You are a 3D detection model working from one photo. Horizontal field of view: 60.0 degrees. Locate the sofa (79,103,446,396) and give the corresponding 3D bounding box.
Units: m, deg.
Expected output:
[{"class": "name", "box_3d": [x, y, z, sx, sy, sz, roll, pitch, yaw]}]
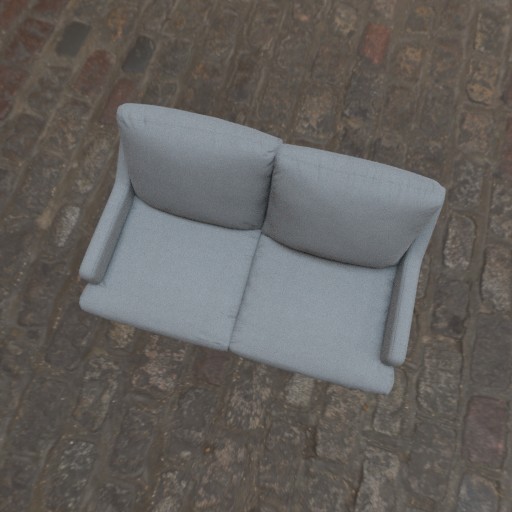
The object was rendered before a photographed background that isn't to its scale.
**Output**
[{"class": "sofa", "box_3d": [0.000, 0.000, 2.200, 1.589, 0.921, 0.987, 15, 76, 4]}]
